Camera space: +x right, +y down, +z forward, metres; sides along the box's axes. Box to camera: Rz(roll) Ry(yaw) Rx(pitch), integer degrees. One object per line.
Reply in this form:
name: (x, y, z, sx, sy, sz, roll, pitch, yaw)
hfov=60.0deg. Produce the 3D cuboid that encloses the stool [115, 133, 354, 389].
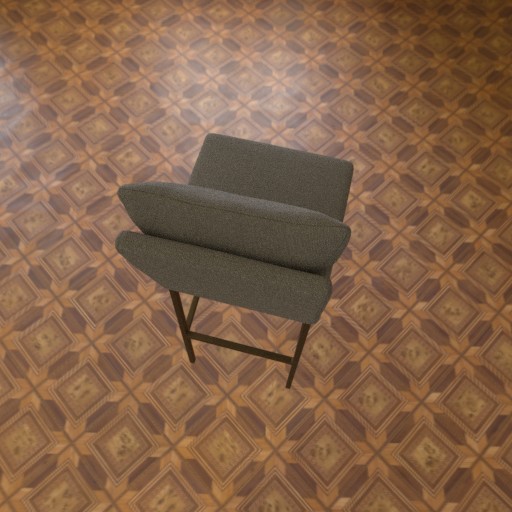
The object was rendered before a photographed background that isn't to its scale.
stool: (0.000, 0.000, 1.387, 0.463, 1.132, 0.569, 13, 65, 6)
